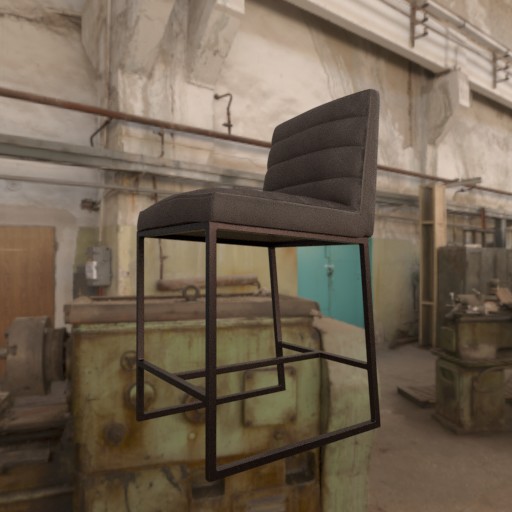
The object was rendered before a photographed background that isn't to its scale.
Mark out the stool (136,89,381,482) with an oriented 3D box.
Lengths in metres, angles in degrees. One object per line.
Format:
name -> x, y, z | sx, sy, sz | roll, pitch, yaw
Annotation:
stool -> 0.000, 0.000, 1.256 | 0.562, 0.946, 0.463 | 0, -1, -35
